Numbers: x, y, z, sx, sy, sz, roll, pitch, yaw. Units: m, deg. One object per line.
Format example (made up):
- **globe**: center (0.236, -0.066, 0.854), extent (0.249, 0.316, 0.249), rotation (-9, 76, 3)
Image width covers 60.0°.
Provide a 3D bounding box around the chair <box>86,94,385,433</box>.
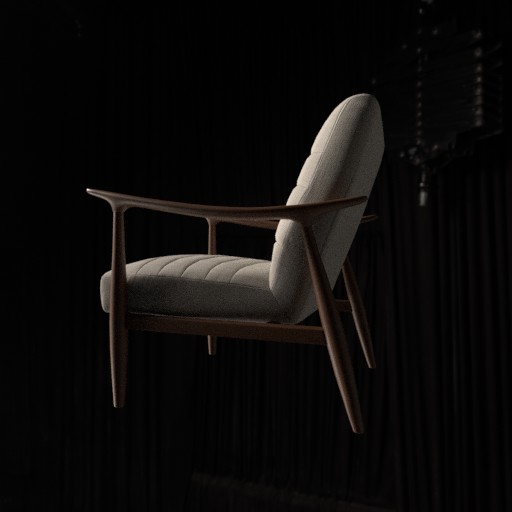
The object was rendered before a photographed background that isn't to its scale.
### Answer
- **chair**: center (0.000, 0.000, 1.455), extent (0.798, 0.832, 0.741), rotation (0, 1, 18)
